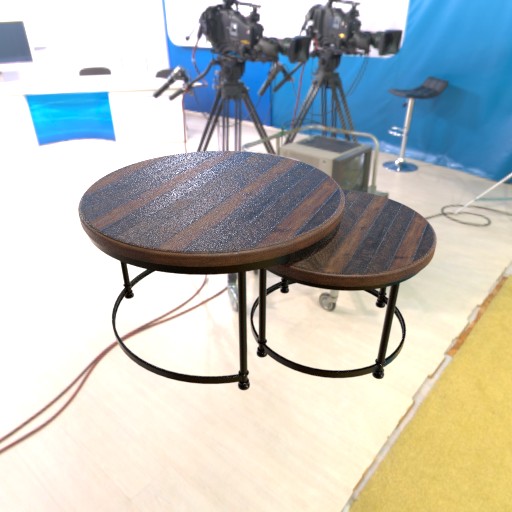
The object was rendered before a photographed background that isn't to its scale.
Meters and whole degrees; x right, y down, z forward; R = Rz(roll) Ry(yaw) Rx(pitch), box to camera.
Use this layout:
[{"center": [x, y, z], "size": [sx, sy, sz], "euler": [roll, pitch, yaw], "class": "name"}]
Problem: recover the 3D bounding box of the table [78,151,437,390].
[{"center": [0.000, 0.000, 1.618], "size": [1.152, 0.516, 0.870], "euler": [1, 31, 2], "class": "table"}]
